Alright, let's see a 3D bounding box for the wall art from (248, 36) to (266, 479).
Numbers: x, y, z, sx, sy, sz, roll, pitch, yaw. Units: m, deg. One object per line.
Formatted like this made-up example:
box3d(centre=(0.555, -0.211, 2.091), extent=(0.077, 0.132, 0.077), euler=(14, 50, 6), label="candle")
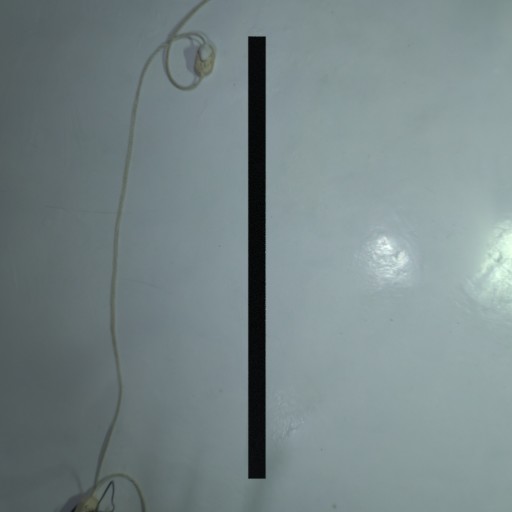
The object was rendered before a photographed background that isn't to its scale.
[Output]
box3d(centre=(0.000, 0.000, 1.161), extent=(0.031, 0.775, 0.773), euler=(0, 91, 0), label="wall art")
